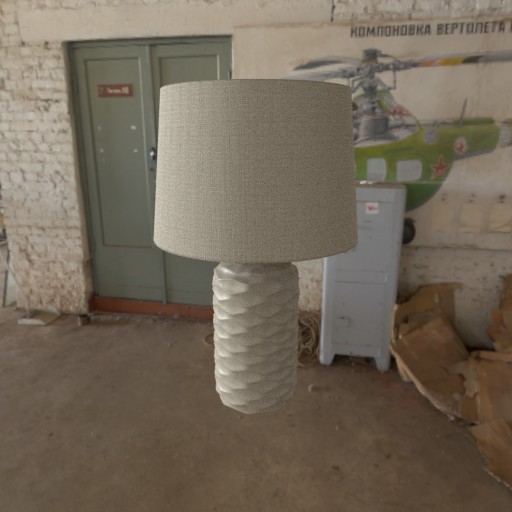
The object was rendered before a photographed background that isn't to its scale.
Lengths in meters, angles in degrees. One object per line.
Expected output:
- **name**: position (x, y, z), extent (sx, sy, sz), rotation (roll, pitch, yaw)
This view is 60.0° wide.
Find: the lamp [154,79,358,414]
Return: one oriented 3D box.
- **lamp**: position (0.000, 0.000, 0.845), extent (0.376, 0.594, 0.376), rotation (0, 15, 0)
